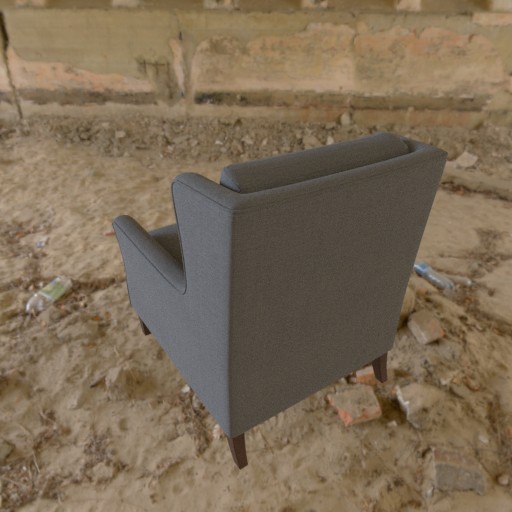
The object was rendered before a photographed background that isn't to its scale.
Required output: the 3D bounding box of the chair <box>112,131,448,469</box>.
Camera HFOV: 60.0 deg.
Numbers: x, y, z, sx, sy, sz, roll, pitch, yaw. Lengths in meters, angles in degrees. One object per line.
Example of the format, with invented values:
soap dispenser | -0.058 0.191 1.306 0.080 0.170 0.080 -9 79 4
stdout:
chair | 0.000 0.000 1.815 0.866 1.056 1.040 -19 35 -29
